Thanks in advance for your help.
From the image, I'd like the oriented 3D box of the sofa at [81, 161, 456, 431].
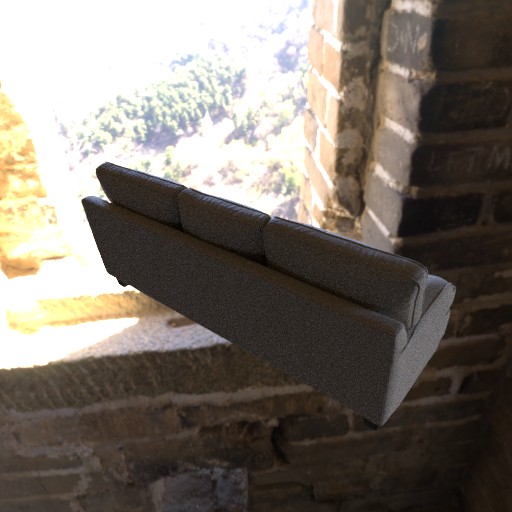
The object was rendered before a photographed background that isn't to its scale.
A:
[{"bbox_3d":[0.000,0.000,2.907,2.323,0.997,1.016,22,37,32],"label":"sofa"}]
